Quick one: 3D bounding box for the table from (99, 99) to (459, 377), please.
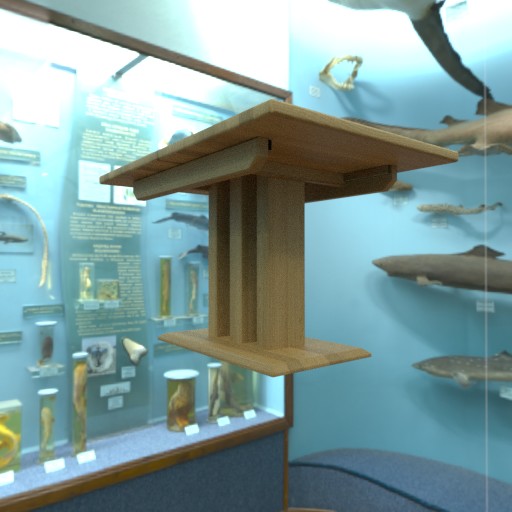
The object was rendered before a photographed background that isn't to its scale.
[{"bbox_3d":[0.000,0.000,1.877,0.900,0.770,1.300,0,-1,-38],"label":"table"}]
